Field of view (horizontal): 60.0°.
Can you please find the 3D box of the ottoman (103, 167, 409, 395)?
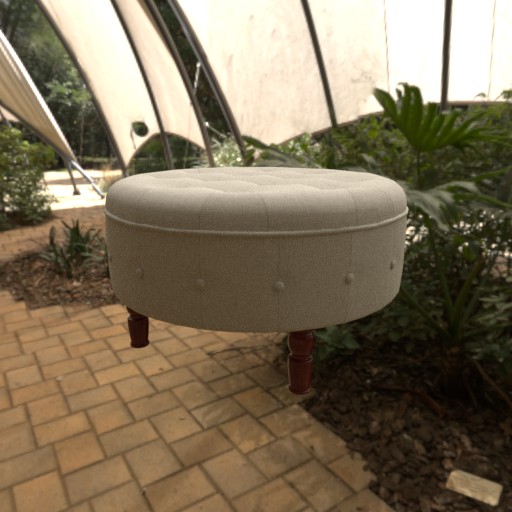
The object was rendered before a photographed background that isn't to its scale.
[{"bbox_3d":[0.000,0.000,1.344,0.850,0.483,0.850,0,16,0],"label":"ottoman"}]
